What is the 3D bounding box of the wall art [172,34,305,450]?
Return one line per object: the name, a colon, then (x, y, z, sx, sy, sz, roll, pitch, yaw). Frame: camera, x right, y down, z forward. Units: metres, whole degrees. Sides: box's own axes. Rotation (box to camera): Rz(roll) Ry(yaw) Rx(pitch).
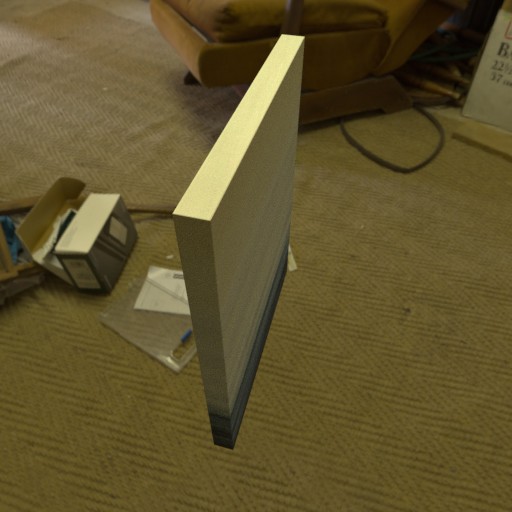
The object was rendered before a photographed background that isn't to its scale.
wall art: (0.000, 0.000, 0.823, 0.040, 0.608, 0.489, 11, 48, 10)
